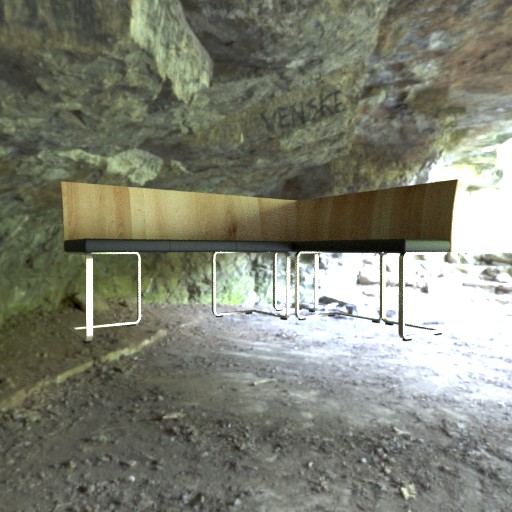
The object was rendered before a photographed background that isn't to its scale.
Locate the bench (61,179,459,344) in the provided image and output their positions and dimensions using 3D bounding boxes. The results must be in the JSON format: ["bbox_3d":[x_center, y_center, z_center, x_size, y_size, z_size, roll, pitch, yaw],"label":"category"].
[{"bbox_3d":[0.000,0.000,2.731,1.945,0.930,1.495,-1,1,-35],"label":"bench"}]
